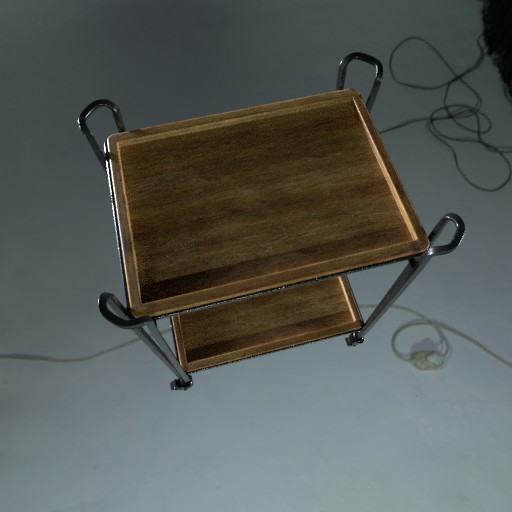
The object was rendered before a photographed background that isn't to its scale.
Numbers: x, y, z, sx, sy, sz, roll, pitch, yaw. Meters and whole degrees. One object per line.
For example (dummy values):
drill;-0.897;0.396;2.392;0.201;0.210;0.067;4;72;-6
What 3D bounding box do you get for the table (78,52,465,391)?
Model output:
table;0.000;0.000;1.203;0.672;0.785;0.505;-13;66;-6
